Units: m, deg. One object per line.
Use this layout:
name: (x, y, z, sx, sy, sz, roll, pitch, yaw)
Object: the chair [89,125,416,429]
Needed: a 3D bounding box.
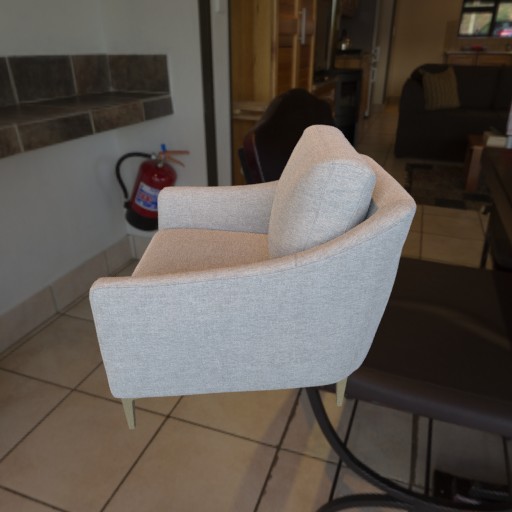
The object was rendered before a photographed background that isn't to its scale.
chair: (0.000, 0.000, 1.719, 0.961, 0.902, 0.986, 0, 25, 1)
